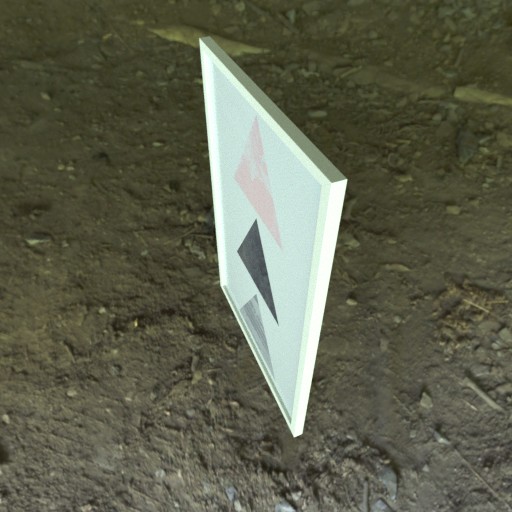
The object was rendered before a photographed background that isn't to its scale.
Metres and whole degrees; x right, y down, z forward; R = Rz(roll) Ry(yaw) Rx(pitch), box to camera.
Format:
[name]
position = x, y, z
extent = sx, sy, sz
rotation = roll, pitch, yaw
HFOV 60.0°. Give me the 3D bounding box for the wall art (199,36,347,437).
[wall art]
position = 0.000, 0.000, 0.565
extent = 0.013, 0.433, 0.303
rotation = -17, 48, -16
